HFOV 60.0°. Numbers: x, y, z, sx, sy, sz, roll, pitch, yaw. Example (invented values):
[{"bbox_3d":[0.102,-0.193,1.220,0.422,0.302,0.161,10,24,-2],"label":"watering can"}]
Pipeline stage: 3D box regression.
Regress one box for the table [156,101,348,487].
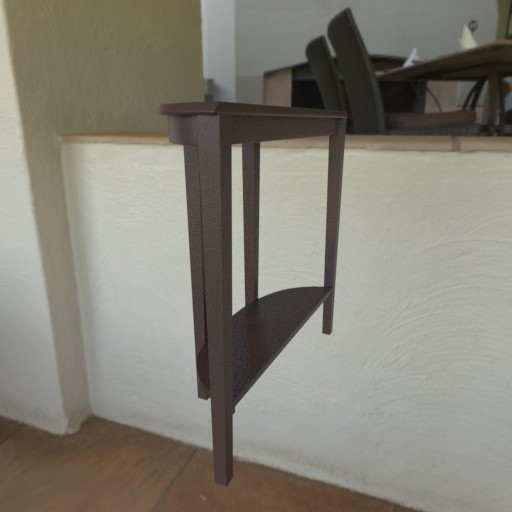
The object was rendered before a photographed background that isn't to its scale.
[{"bbox_3d":[0.000,0.000,1.317,0.274,0.831,0.909,8,19,24],"label":"table"}]
